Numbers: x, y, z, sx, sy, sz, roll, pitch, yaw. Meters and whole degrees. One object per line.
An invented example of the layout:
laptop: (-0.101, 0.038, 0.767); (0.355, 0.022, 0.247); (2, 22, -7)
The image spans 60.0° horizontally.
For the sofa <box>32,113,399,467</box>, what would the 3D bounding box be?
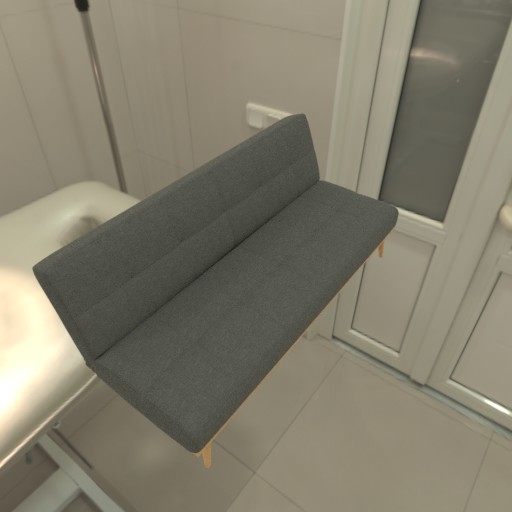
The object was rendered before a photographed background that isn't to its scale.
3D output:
sofa: (0.000, 0.000, 2.262); (0.820, 0.770, 1.820); (26, 47, 27)
